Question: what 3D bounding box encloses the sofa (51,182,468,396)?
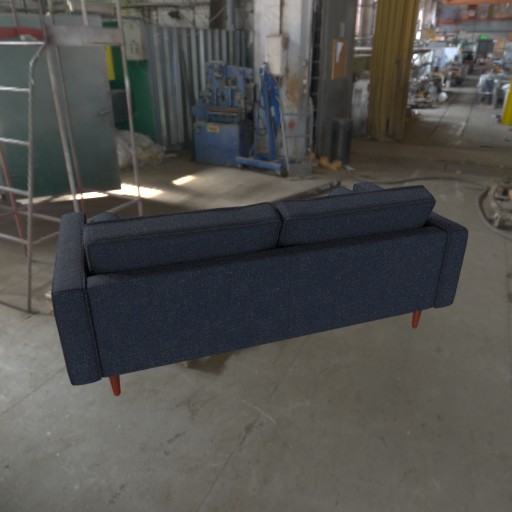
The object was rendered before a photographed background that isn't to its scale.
[{"bbox_3d":[0.000,0.000,2.315,1.880,0.762,0.914,-9,27,-17],"label":"sofa"}]
